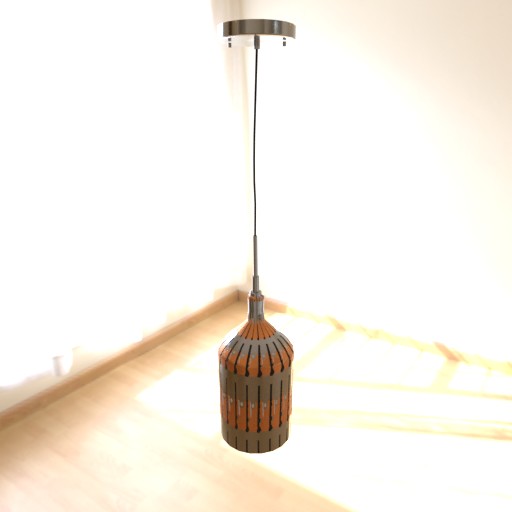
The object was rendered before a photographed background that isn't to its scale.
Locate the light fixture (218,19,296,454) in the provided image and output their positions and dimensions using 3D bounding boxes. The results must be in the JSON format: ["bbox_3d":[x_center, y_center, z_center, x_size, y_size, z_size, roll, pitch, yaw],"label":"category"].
[{"bbox_3d":[0.000,0.000,1.648,0.303,1.535,0.303,0,17,0],"label":"light fixture"}]
